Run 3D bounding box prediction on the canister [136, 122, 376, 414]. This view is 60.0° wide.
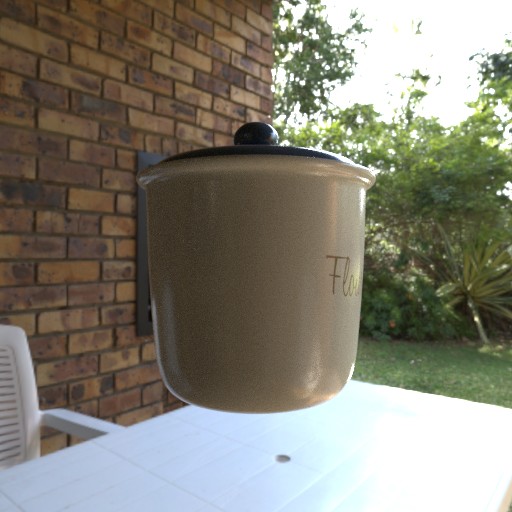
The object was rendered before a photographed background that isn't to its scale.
[{"bbox_3d":[0.000,0.000,0.348,0.182,0.208,0.182,0,0,0],"label":"canister"}]
